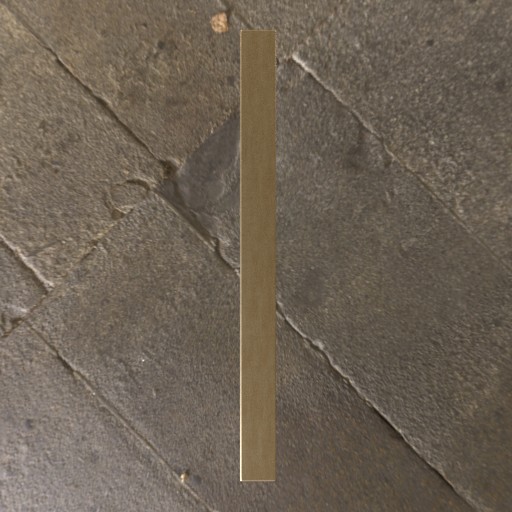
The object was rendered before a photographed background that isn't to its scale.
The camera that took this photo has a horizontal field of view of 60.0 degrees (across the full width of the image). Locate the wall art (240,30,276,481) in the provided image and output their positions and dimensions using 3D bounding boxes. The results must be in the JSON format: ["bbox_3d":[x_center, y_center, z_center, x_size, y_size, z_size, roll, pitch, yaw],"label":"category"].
[{"bbox_3d":[0.000,0.000,0.747,0.040,0.506,0.503,0,90,-1],"label":"wall art"}]
